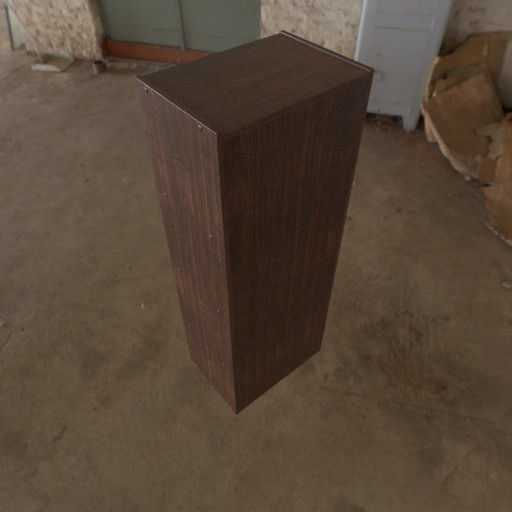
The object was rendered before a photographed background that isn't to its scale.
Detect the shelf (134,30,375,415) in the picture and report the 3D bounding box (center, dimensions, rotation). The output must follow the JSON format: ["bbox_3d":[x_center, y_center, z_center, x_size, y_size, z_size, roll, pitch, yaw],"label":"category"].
[{"bbox_3d":[0.000,0.000,1.317,0.415,1.099,0.290,-30,53,-26],"label":"shelf"}]
